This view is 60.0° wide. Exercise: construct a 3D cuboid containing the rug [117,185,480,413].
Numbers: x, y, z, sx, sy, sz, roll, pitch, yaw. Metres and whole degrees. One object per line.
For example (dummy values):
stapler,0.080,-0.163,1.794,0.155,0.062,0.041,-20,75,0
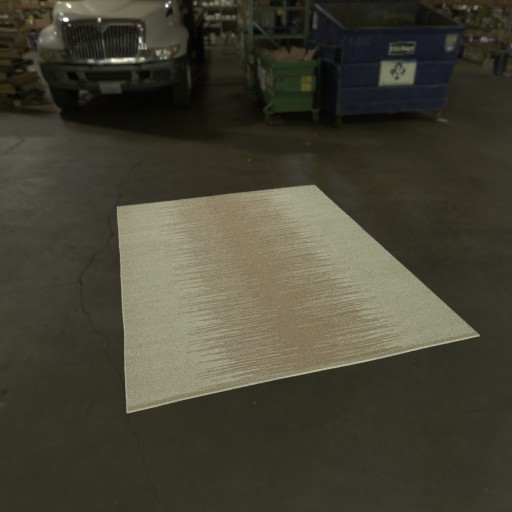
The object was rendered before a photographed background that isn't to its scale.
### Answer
rug,0.000,0.000,4.119,2.438,0.013,3.048,-8,31,-14
